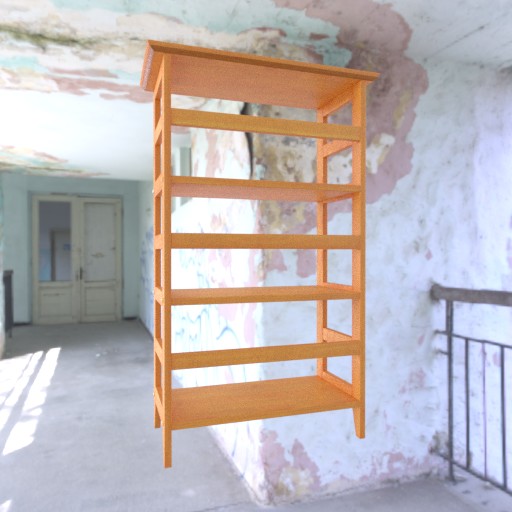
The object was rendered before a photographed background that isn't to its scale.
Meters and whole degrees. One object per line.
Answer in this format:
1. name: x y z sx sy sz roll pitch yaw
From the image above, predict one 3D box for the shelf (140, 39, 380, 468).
1. shelf: 0.000 0.000 1.339 0.660 1.067 0.305 0 1 -18
